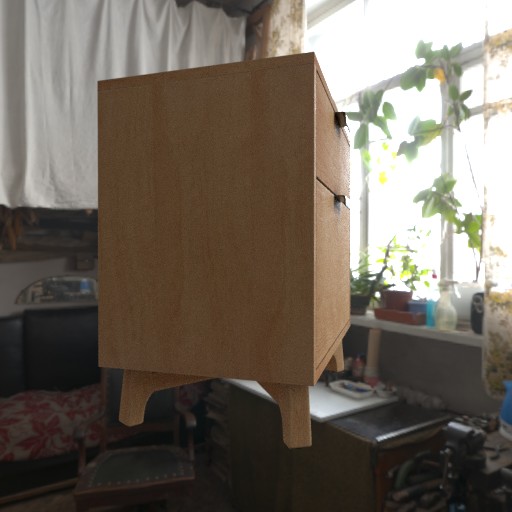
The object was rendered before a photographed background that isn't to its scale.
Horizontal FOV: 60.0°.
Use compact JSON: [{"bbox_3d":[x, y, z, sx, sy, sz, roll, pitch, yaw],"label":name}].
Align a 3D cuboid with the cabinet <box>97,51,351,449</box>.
[{"bbox_3d":[0.000,0.000,0.960,0.394,0.599,0.551,0,1,17],"label":"cabinet"}]
